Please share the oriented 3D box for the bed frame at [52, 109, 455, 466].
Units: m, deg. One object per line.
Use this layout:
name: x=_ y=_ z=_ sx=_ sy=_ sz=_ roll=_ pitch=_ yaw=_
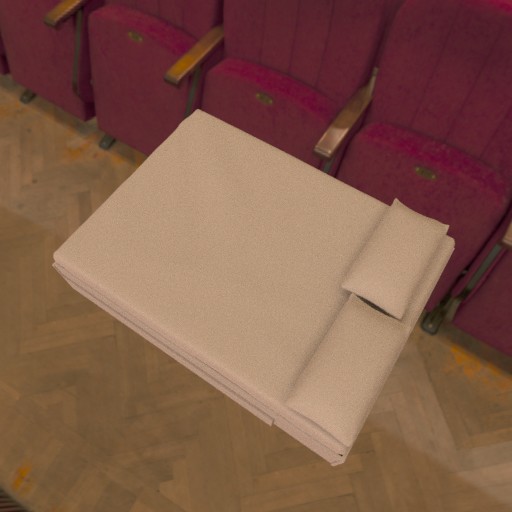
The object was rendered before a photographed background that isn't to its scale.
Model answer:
bed frame: x=0.000 y=0.000 z=2.666 sx=1.950 sy=0.629 sz=1.450 roll=30 pitch=66 yaw=15
